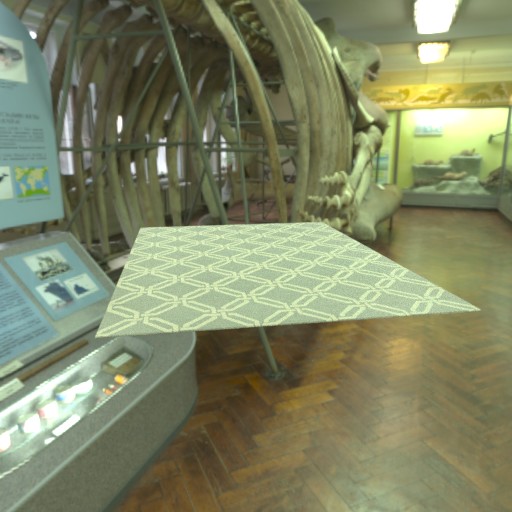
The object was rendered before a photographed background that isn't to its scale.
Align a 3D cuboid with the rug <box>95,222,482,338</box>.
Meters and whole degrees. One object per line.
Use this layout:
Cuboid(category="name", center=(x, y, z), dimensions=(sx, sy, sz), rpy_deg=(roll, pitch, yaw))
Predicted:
Cuboid(category="rug", center=(0.000, 0.000, 4.319), dimensions=(2.438, 0.013, 3.353), rpy_deg=(-2, 15, -10))
